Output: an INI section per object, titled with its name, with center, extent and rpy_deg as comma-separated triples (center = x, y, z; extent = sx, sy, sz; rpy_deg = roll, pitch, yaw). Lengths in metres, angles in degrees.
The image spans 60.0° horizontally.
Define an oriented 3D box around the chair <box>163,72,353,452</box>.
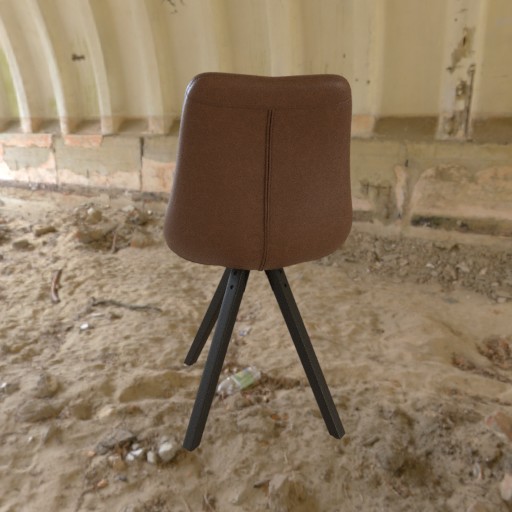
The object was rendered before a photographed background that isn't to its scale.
[chair]
center = 0.000, 0.000, 1.184
extent = 0.475, 0.850, 0.550
rpy_deg = -2, 16, -7
